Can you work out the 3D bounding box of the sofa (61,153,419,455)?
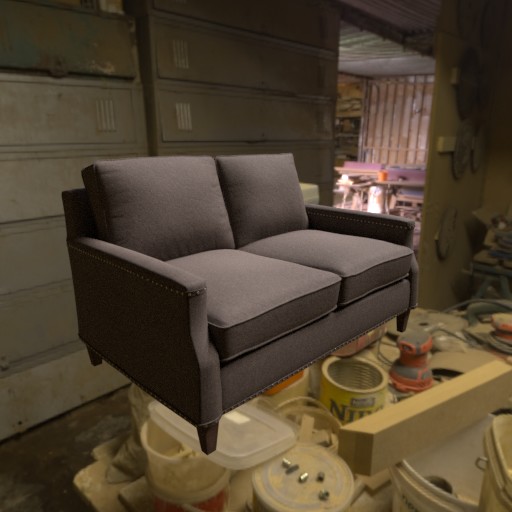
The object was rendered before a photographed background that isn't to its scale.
[{"bbox_3d":[0.000,0.000,2.289,1.597,1.003,1.084,-15,21,-43],"label":"sofa"}]
